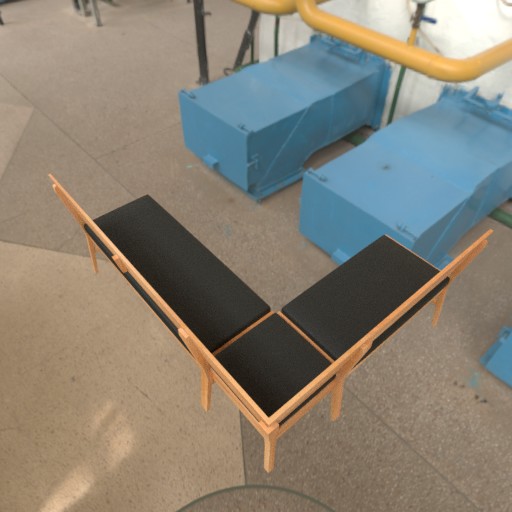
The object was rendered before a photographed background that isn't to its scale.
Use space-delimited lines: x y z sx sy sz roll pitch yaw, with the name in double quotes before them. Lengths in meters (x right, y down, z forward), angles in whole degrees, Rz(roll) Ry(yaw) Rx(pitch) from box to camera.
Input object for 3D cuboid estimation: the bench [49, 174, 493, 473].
"bench" 0.000 0.000 2.759 1.548 0.890 1.948 -32 55 -26
